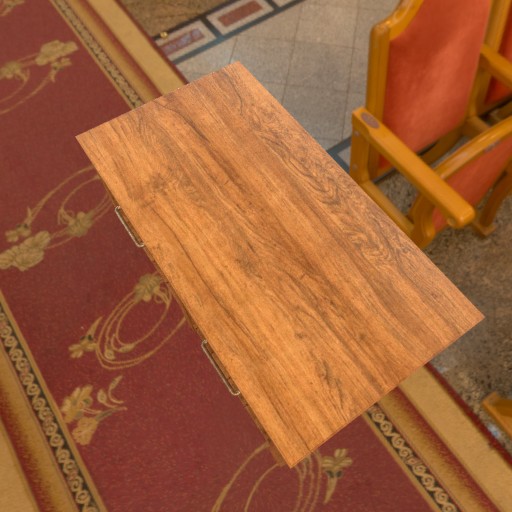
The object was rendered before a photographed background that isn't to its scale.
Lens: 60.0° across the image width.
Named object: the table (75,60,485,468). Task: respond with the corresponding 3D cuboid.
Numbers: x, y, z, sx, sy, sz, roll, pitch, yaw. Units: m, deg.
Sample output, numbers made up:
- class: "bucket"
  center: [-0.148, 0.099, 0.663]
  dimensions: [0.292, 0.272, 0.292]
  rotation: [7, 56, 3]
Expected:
- class: "table"
  center: [0.000, 0.000, 1.478]
  dimensions: [0.635, 0.480, 1.150]
  rotation: [-31, 67, -15]
